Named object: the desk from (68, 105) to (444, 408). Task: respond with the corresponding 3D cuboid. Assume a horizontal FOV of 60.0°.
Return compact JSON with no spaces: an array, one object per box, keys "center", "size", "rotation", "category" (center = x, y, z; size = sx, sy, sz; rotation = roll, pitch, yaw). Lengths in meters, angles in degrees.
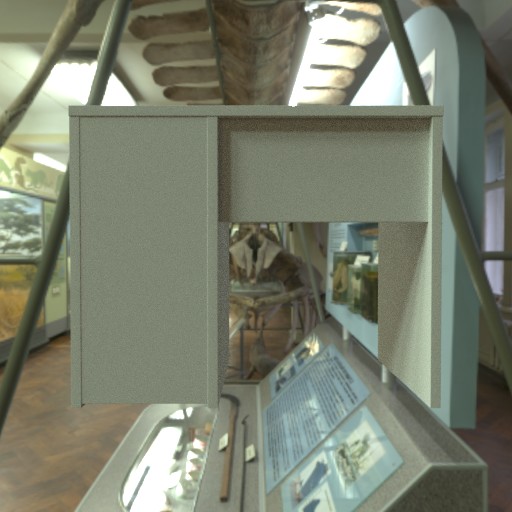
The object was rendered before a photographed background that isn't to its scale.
[{"center":[0.000,0.000,1.308],"size":[0.898,0.730,0.482],"rotation":[0,1,0],"category":"desk"}]
